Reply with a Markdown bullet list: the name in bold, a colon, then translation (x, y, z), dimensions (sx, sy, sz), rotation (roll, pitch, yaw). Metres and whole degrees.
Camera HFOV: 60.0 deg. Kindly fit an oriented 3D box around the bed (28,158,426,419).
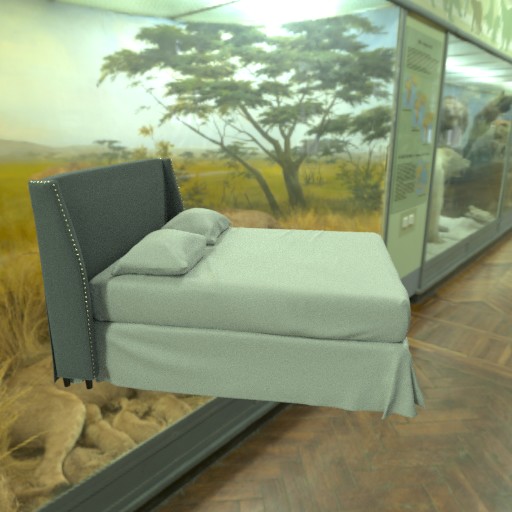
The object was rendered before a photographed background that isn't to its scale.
- **bed**: translation (0.000, 0.000, 3.343), dimensions (2.276, 1.332, 1.925), rotation (3, 16, 9)
